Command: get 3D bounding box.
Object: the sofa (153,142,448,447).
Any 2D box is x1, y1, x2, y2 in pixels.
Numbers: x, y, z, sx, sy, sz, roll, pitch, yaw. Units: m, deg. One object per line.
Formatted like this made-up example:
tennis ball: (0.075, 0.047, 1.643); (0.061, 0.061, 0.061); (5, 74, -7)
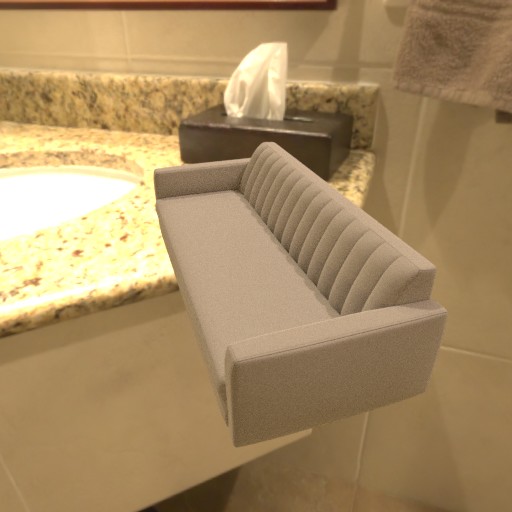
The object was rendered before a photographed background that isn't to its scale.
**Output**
sofa: (0.000, 0.000, 2.763); (0.990, 0.821, 2.291); (-10, 32, -16)
